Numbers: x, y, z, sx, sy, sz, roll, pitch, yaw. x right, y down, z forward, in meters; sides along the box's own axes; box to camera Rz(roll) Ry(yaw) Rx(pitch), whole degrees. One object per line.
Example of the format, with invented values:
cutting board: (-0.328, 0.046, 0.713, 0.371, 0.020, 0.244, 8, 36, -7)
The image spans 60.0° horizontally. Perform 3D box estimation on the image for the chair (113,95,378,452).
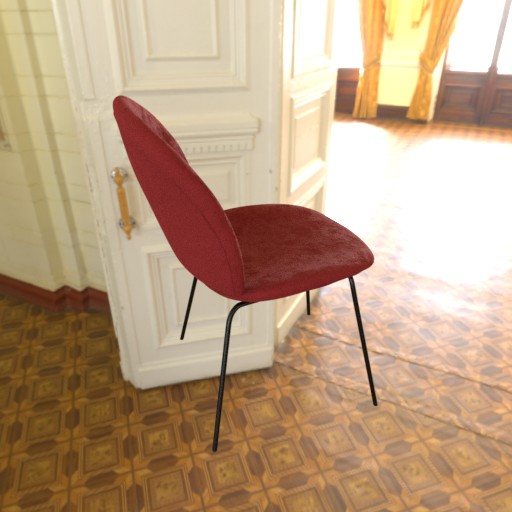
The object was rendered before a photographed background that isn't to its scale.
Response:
chair: (0.000, 0.000, 1.127, 0.587, 0.791, 0.458, -9, 30, -16)
